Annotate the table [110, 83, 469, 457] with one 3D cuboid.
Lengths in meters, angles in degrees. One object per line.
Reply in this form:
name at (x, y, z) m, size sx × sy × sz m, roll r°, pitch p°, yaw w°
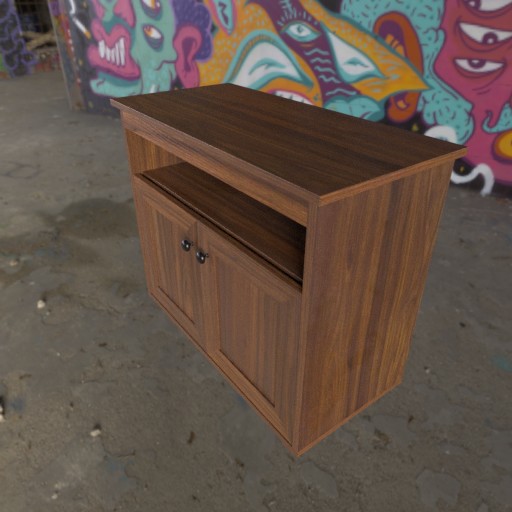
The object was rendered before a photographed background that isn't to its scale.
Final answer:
table at (0.000, 0.000, 1.188) m, size 0.390 × 0.725 × 0.802 m, roll -21°, pitch 37°, yaw -31°
